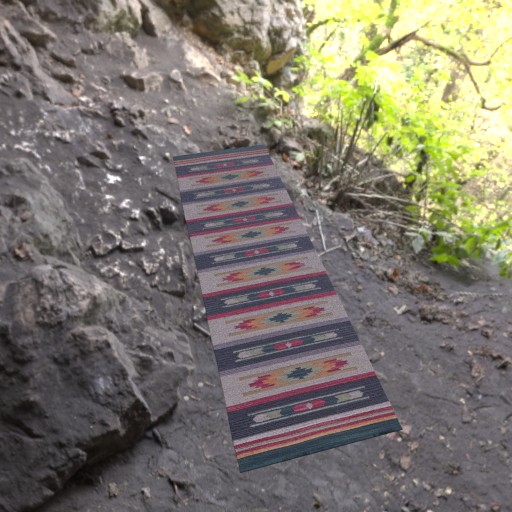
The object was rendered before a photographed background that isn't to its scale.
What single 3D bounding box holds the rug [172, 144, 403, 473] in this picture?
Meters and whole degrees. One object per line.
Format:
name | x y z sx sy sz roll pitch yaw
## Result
rug | 0.000 0.000 2.760 0.760 0.009 2.440 -10 47 -10
